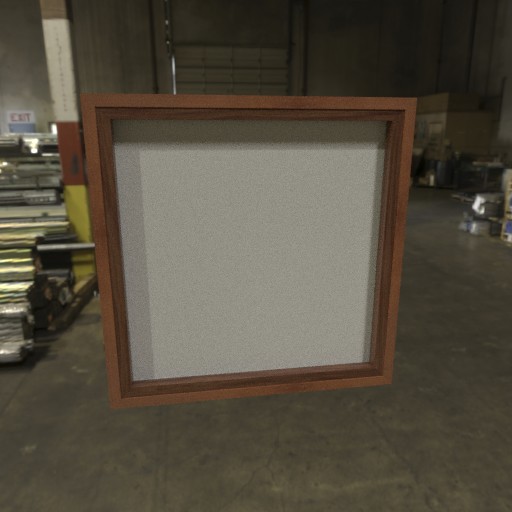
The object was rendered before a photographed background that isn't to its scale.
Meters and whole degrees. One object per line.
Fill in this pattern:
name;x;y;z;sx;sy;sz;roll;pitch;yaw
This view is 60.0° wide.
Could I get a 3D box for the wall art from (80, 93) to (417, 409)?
wall art;0.000;0.000;0.594;0.403;0.403;0.035;-2;15;-9
